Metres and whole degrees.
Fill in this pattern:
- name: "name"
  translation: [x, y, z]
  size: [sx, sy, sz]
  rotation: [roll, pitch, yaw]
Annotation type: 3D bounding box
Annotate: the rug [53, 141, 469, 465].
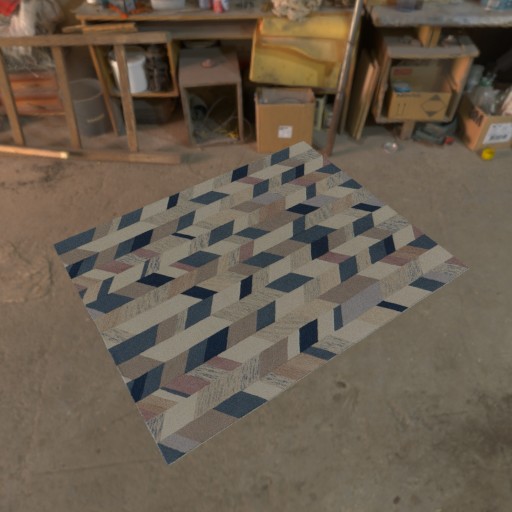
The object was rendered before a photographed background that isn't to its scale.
- name: "rug"
  translation: [0.000, 0.000, 4.164]
  size: [3.072, 0.011, 2.451]
  rotation: [-27, 54, -22]
